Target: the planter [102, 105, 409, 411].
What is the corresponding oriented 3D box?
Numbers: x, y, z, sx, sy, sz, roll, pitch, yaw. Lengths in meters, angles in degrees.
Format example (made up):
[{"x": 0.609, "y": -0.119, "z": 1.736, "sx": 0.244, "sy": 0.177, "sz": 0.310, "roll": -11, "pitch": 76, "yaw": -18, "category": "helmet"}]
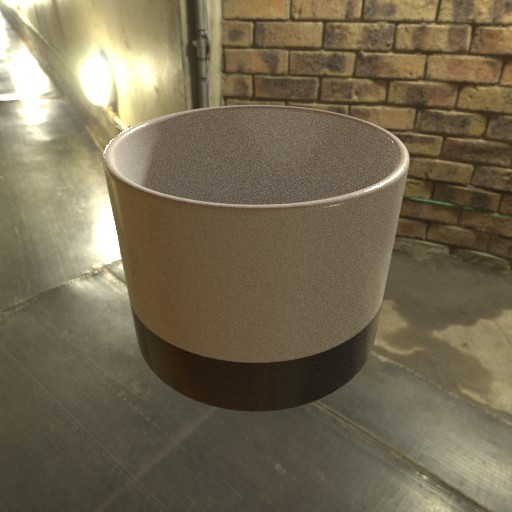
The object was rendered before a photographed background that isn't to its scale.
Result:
[{"x": 0.000, "y": 0.000, "z": 0.336, "sx": 0.193, "sy": 0.177, "sz": 0.193, "roll": 0, "pitch": 33, "yaw": 0, "category": "planter"}]
